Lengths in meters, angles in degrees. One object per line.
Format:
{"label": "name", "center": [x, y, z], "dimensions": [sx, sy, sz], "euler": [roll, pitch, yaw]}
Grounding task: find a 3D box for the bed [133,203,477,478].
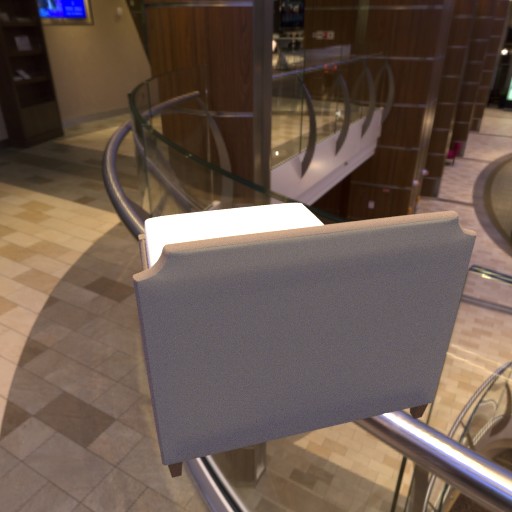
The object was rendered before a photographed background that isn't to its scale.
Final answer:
{"label": "bed", "center": [0.000, 0.000, 3.309], "dimensions": [1.713, 1.443, 2.372], "euler": [-7, 29, -14]}
